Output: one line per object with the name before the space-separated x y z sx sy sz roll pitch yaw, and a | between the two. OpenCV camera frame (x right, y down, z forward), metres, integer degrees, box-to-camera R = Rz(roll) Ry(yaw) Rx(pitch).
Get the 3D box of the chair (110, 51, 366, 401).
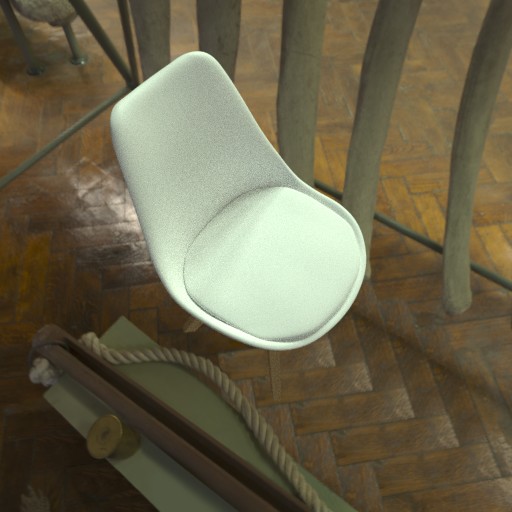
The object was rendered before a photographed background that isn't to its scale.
chair | 0.000 0.000 1.162 0.550 0.849 0.485 33 64 18
